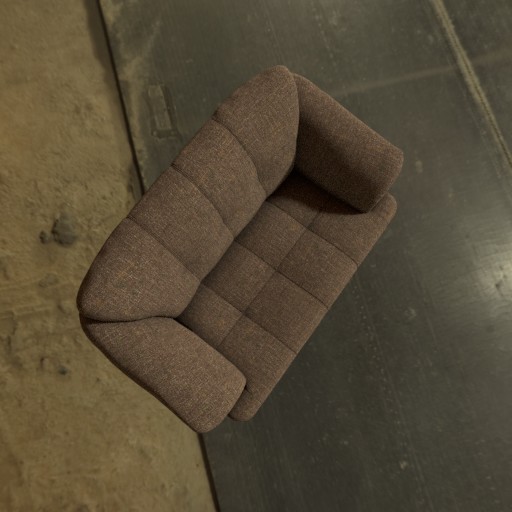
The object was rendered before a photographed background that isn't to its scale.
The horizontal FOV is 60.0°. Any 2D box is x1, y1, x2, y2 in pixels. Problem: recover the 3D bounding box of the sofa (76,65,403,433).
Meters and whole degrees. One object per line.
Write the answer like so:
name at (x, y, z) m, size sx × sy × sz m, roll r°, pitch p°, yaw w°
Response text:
sofa at (0.000, 0.000, 1.974) m, size 0.799 × 0.895 × 1.404 m, roll 36°, pitch 79°, yaw 8°
